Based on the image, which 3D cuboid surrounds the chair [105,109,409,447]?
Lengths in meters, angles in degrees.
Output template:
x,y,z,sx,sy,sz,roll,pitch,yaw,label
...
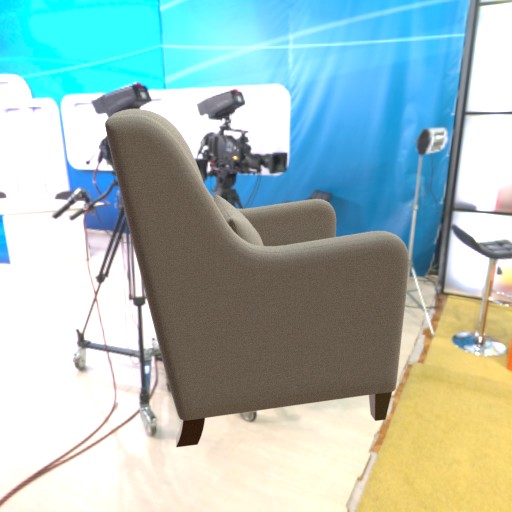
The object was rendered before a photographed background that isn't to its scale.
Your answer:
x,y,z,sx,sy,sz,roll,pitch,yaw,label
0.000,0.000,1.622,0.896,1.017,0.715,-3,17,-10,chair
